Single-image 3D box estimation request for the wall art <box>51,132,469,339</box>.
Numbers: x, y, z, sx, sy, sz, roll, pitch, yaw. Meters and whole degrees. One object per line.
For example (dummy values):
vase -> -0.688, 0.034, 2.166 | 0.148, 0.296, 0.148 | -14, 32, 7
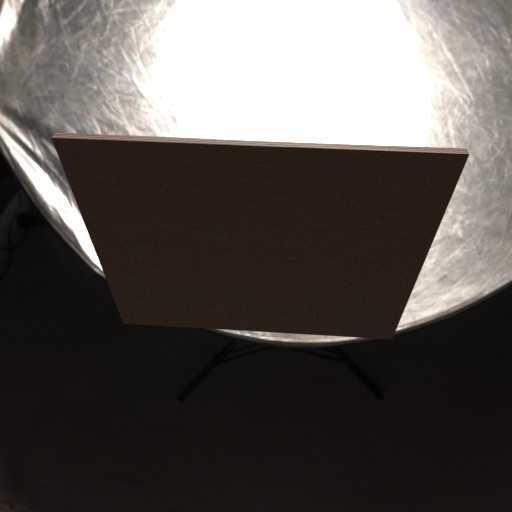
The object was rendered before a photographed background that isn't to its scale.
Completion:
wall art -> 0.000, 0.000, 0.690 | 0.508, 0.406, 0.013 | 3, 47, 3
